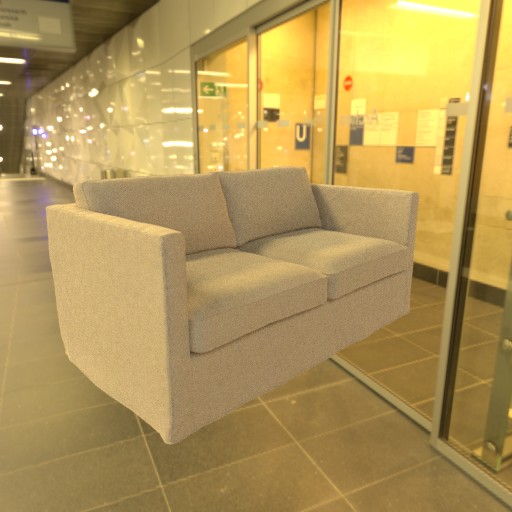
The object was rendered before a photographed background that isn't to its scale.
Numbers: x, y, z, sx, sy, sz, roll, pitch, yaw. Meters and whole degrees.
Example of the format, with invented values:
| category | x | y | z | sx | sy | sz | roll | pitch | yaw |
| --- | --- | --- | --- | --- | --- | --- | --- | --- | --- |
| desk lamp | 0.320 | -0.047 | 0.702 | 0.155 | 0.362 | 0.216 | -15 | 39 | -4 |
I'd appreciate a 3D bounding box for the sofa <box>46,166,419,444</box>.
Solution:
| category | x | y | z | sx | sy | sz | roll | pitch | yaw |
| --- | --- | --- | --- | --- | --- | --- | --- | --- | --- |
| sofa | 0.000 | 0.000 | 2.267 | 1.719 | 0.835 | 0.962 | -14 | 20 | -43 |
